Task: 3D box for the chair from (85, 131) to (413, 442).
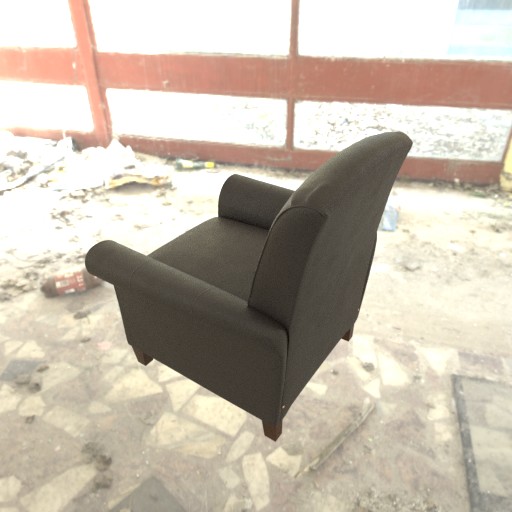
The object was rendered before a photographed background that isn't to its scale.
[{"bbox_3d":[0.000,0.000,1.804,0.902,1.061,0.978,20,37,29],"label":"chair"}]
